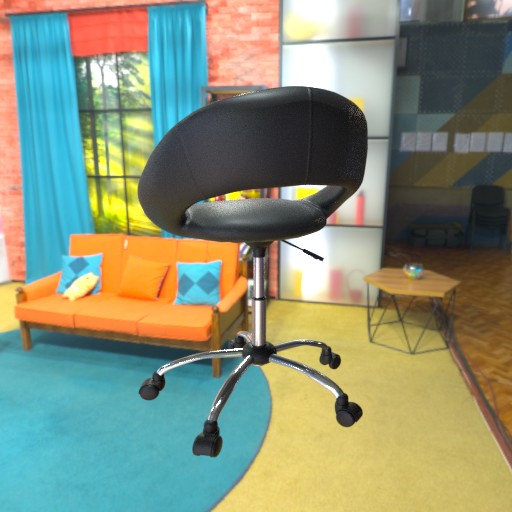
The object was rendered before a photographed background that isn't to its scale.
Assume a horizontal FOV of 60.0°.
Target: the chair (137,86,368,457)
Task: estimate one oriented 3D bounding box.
[{"bbox_3d":[0.000,0.000,1.167,0.612,0.791,0.538,-7,15,-27],"label":"chair"}]
